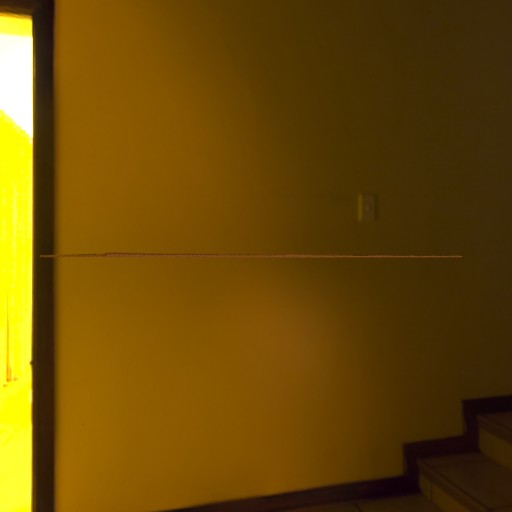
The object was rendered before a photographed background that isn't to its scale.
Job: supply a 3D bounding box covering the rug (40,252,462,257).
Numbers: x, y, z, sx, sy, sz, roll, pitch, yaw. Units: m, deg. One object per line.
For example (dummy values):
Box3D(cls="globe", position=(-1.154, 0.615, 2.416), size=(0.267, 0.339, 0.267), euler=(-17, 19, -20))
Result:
Box3D(cls="rug", position=(0.000, 0.000, 3.004), size=(2.436, 0.015, 1.521), euler=(0, 0, -35))
